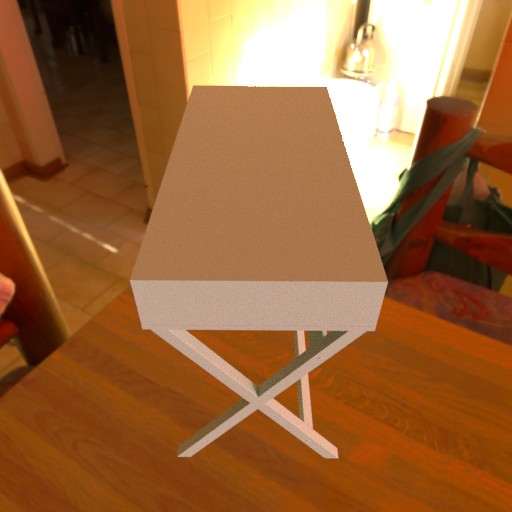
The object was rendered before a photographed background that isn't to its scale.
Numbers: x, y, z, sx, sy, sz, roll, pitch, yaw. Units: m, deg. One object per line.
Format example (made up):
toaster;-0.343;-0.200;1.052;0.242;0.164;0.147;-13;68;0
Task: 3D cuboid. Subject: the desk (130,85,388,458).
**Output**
desk;0.000;0.000;1.519;0.525;0.780;1.057;0;41;0
